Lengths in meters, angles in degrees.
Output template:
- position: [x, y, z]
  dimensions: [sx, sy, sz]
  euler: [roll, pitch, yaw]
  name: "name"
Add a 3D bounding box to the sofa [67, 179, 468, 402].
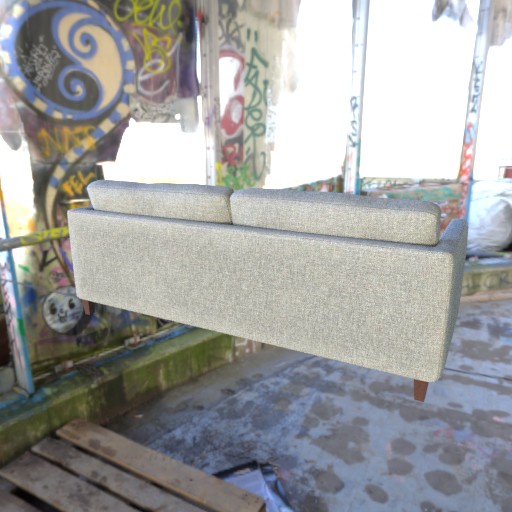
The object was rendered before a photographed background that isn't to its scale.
- position: [0.000, 0.000, 2.888]
  dimensions: [2.434, 0.951, 0.948]
  euler: [8, 17, 27]
  name: "sofa"
